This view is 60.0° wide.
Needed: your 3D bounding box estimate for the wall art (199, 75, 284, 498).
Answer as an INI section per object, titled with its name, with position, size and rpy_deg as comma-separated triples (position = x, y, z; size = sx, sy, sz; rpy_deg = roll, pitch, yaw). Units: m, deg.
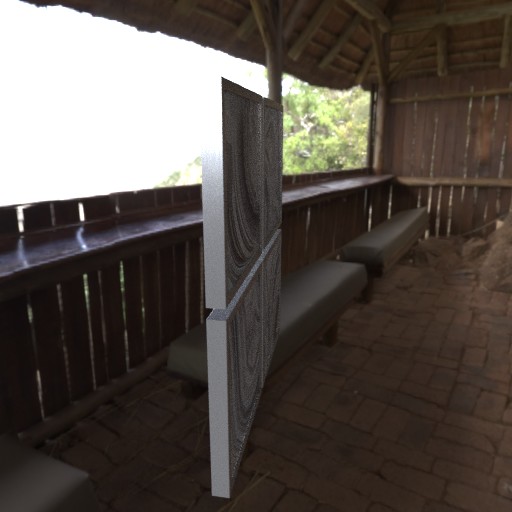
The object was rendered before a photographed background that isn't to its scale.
[wall art]
position = 0.000, 0.000, 0.898
size = 0.029, 0.611, 0.611
rpy_deg = 3, 16, 10
